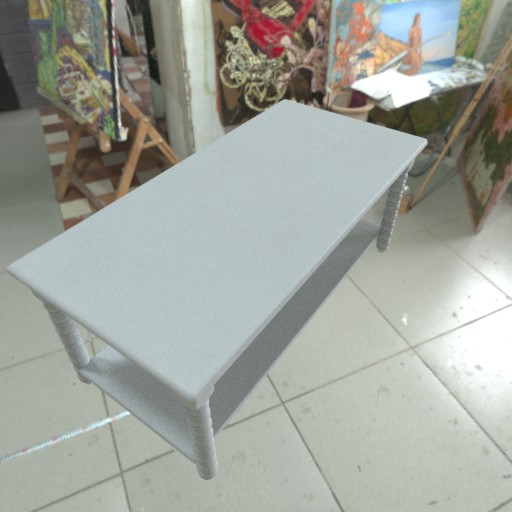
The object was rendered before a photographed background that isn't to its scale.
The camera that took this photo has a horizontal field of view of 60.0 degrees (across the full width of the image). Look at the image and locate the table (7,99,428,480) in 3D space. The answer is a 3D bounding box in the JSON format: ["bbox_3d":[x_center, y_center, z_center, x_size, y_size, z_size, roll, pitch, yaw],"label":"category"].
[{"bbox_3d":[0.000,0.000,1.401,0.580,0.487,1.171,26,48,26],"label":"table"}]
